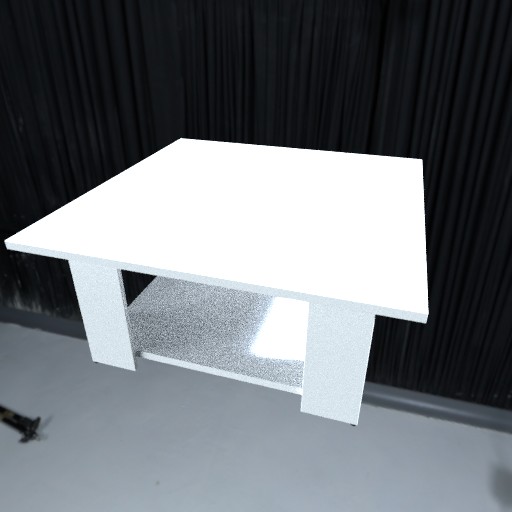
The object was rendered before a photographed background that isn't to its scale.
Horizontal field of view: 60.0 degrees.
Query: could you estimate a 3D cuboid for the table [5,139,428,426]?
[{"bbox_3d":[0.000,0.000,1.007,0.670,0.305,0.670,9,31,15],"label":"table"}]
